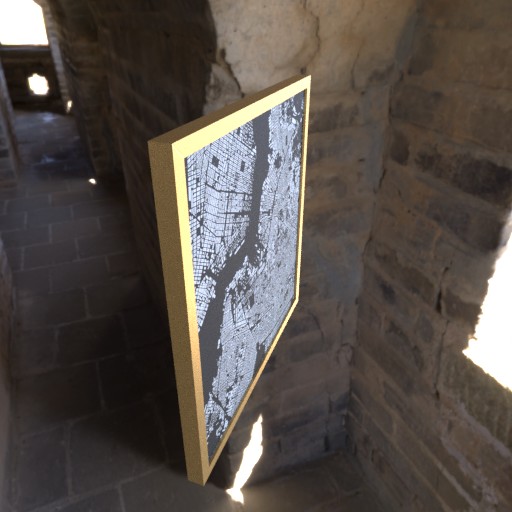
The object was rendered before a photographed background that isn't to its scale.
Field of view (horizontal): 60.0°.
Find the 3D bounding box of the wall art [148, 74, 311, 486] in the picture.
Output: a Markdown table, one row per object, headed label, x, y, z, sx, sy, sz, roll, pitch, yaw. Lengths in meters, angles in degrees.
| label | x | y | z | sx | sy | sz | roll | pitch | yaw |
| --- | --- | --- | --- | --- | --- | --- | --- | --- | --- |
| wall art | 0.000 | 0.000 | 2.816 | 0.099 | 1.926 | 1.926 | 10 | 31 | 18 |
